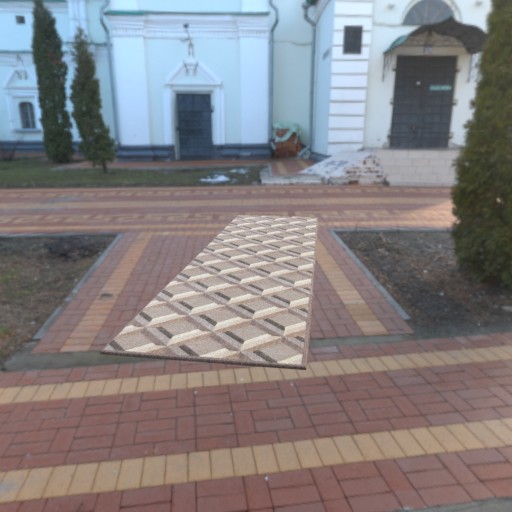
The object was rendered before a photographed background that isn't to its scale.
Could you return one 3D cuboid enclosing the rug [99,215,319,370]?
[{"bbox_3d":[0.000,0.000,2.568,0.685,0.013,2.437,2,16,8],"label":"rug"}]
